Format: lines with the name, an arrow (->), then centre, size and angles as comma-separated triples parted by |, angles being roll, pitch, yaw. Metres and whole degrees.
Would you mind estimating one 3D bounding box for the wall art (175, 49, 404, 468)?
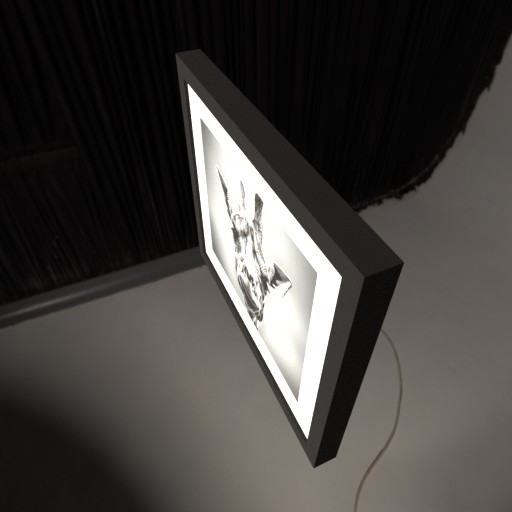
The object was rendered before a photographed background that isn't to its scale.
wall art -> 0.000, 0.000, 0.514 | 0.031, 0.330, 0.381 | -18, 49, -17
